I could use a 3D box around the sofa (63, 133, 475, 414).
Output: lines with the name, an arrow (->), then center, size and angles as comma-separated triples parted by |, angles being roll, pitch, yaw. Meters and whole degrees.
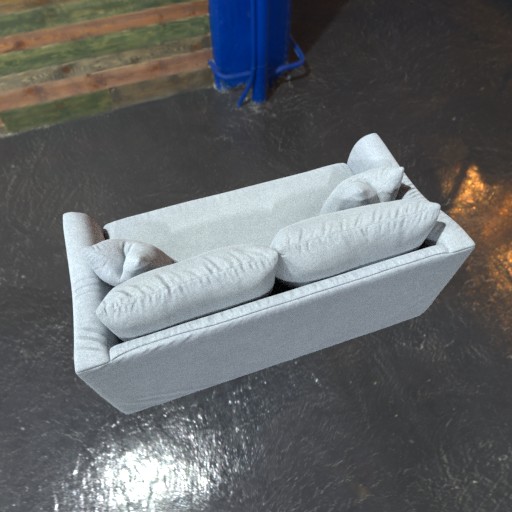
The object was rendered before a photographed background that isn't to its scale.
sofa -> 0.000, 0.000, 2.609 | 2.010, 1.018, 1.072 | -16, 59, -10
